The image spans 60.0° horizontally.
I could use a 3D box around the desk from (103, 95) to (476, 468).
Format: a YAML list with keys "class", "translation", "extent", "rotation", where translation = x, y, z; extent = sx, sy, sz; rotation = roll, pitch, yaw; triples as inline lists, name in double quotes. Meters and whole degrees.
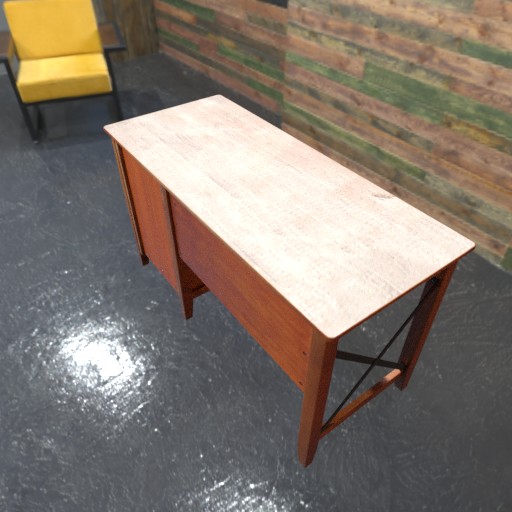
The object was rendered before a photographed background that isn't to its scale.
- class: "desk"
  translation: [0.000, 0.000, 1.788]
  extent: [0.574, 0.756, 1.353]
  rotation: [-26, 48, -26]
